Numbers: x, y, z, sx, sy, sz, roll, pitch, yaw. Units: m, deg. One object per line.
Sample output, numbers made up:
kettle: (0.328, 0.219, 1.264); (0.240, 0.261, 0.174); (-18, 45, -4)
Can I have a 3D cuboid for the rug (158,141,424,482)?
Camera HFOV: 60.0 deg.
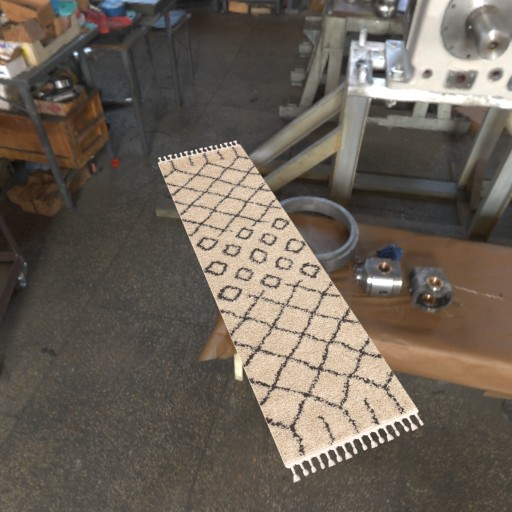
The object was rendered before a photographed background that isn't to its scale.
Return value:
rug: (0.000, 0.000, 2.668); (0.660, 0.005, 2.464); (-16, 49, -15)
